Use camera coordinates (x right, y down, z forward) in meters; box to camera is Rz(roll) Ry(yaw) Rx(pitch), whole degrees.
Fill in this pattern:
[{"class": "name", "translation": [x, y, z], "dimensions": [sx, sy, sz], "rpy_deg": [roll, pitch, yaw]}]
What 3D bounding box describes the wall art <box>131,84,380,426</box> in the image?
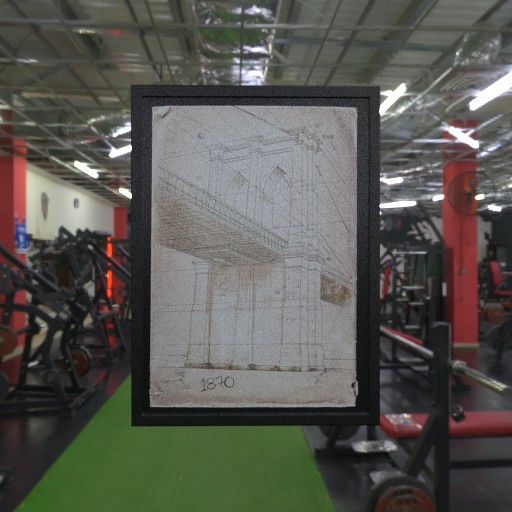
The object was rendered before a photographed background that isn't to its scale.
[{"class": "wall art", "translation": [0.000, 0.000, 1.265], "dimensions": [0.707, 0.967, 0.013], "rpy_deg": [0, 0, -1]}]
